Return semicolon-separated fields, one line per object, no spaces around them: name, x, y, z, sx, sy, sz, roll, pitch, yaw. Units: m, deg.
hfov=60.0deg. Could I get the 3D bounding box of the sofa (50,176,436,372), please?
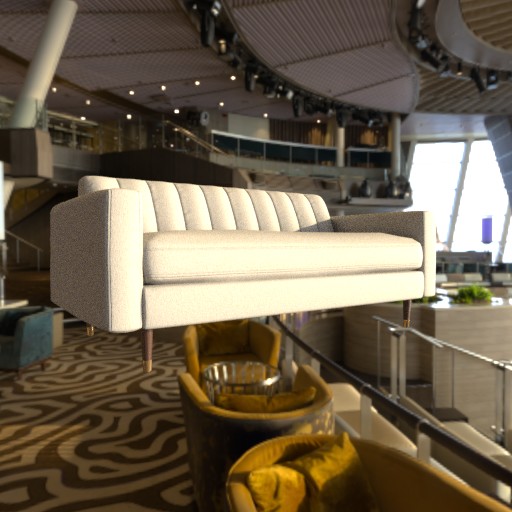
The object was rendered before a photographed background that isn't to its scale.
sofa;0.000;0.000;2.379;1.895;0.814;0.969;-1;2;-35
